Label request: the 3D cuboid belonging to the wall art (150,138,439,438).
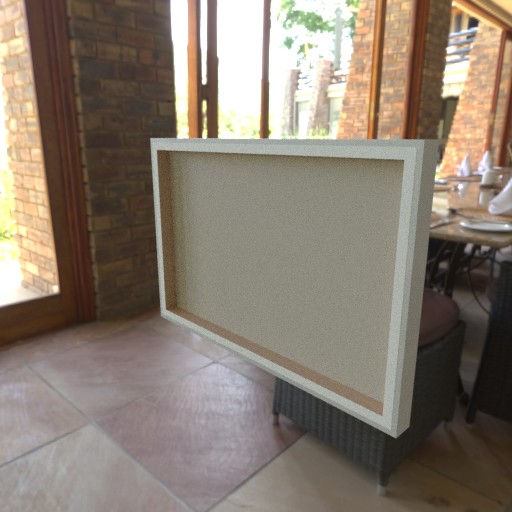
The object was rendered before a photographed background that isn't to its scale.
[{"bbox_3d":[0.000,0.000,0.796,0.038,0.407,0.609,-14,21,-42],"label":"wall art"}]
